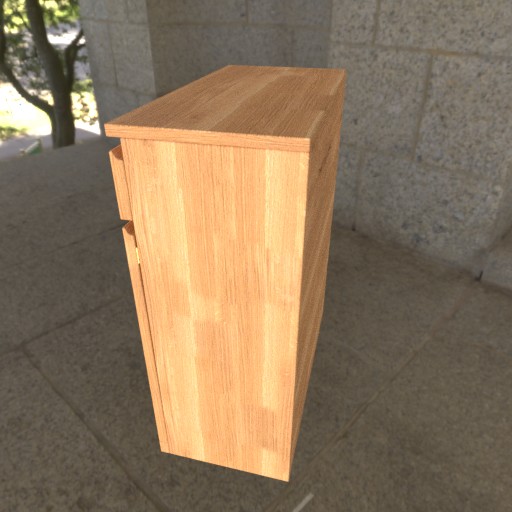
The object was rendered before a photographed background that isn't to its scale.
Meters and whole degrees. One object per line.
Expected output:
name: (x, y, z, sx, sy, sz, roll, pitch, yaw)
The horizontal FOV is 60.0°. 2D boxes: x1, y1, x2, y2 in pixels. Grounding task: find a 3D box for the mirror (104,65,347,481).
mirror: (0.000, 0.000, 1.399, 0.400, 1.000, 0.800, 8, 32, 12)
